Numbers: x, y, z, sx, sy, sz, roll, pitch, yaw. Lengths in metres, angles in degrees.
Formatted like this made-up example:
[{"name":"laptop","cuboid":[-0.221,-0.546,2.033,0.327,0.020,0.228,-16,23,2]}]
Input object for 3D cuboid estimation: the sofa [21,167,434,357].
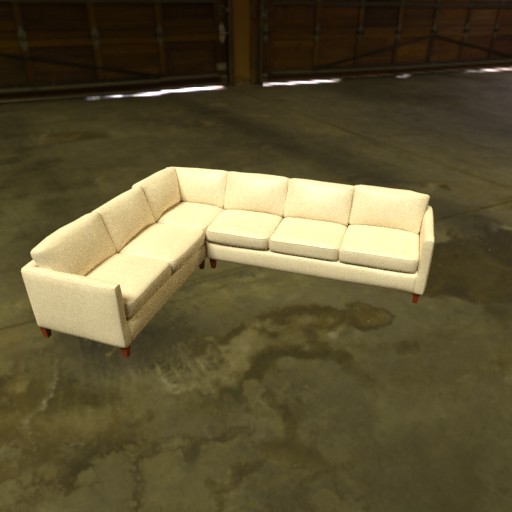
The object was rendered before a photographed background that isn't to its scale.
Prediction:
[{"name":"sofa","cuboid":[0.000,0.000,4.372,3.302,0.947,2.593,9,30,16]}]
